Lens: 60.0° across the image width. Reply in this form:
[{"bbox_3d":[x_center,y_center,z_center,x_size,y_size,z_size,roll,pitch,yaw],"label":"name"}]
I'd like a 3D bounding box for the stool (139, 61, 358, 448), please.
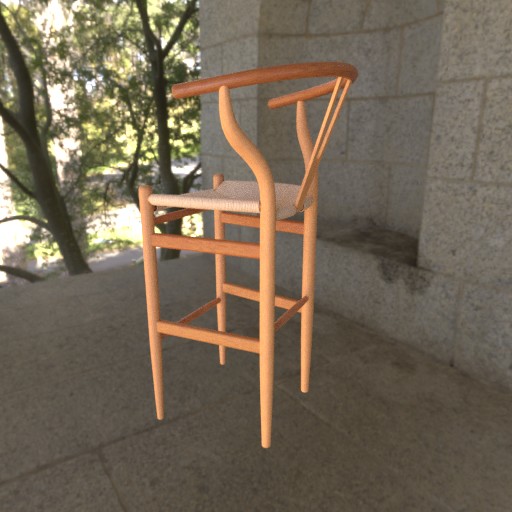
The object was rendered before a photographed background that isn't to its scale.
[{"bbox_3d":[0.000,0.000,1.375,0.561,1.068,0.574,8,17,26],"label":"stool"}]
